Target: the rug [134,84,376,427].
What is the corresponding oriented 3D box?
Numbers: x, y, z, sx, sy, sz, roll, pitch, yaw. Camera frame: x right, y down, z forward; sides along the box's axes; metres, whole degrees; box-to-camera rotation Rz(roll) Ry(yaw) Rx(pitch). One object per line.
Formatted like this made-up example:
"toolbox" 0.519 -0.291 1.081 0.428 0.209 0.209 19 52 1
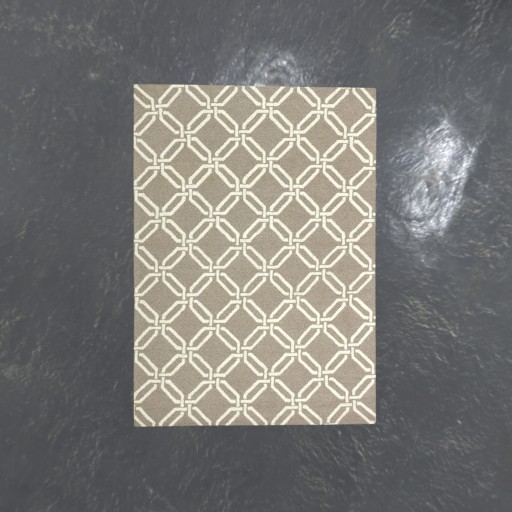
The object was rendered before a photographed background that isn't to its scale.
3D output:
"rug" 0.000 0.000 4.460 2.441 0.020 3.419 0 90 -2
